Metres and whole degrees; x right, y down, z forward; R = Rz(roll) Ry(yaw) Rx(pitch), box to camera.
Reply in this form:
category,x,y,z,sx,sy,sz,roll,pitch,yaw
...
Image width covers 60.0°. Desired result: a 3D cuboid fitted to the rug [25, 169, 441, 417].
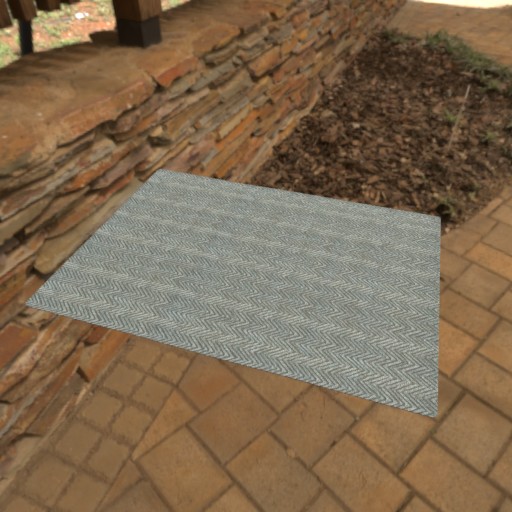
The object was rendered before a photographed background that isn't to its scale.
category,x,y,z,sx,sy,sz,roll,pitch,yaw
rug,0.000,0.000,5.017,3.957,0.011,2.894,12,42,14
